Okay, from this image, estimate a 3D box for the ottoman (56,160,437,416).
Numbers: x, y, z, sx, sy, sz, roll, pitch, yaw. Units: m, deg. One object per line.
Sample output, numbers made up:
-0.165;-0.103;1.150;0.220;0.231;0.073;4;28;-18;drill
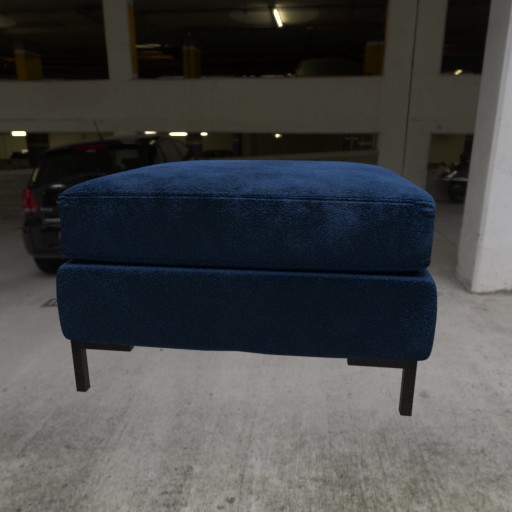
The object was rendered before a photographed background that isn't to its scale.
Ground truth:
0.000;0.000;1.182;0.794;0.485;0.655;2;16;7;ottoman
